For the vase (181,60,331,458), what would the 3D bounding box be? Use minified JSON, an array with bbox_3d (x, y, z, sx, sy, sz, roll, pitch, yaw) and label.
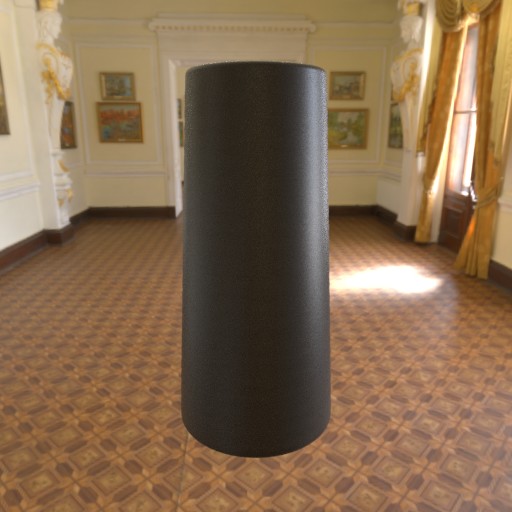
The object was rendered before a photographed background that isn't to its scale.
[{"bbox_3d":[0.000,0.000,0.372,0.136,0.289,0.136,3,16,10],"label":"vase"}]
